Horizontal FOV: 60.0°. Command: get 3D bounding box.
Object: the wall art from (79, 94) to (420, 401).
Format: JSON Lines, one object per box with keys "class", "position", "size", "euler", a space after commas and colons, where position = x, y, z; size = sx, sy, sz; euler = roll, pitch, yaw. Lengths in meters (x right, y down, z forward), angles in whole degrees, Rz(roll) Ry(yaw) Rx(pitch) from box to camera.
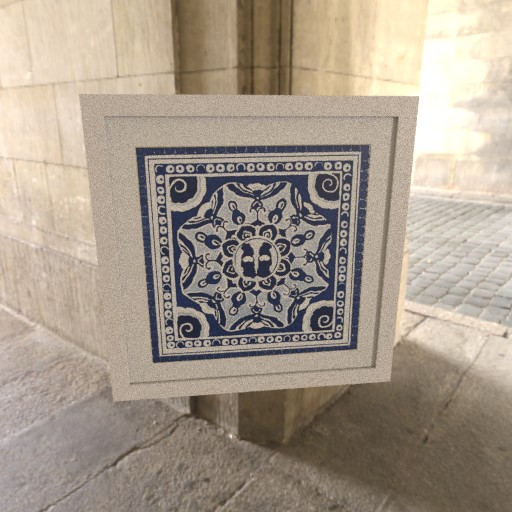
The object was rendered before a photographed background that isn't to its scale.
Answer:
{"class": "wall art", "position": [0.000, 0.000, 0.820], "size": [0.559, 0.559, 0.028], "euler": [-2, 17, -7]}
